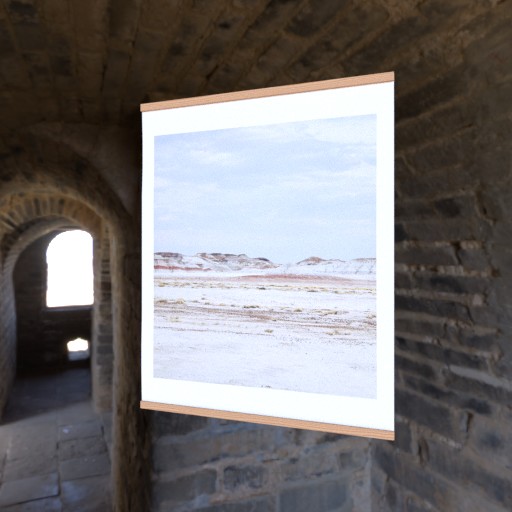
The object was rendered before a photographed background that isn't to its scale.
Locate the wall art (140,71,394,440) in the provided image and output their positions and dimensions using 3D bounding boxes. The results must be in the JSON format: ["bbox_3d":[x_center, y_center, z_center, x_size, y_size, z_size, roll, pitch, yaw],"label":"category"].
[{"bbox_3d":[0.000,0.000,0.679,0.404,0.507,0.010,0,0,19],"label":"wall art"}]
